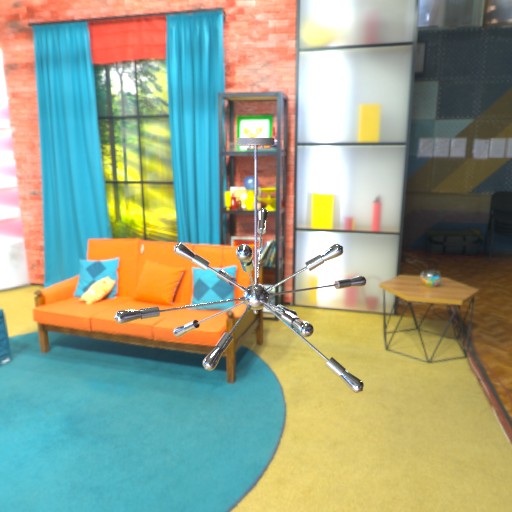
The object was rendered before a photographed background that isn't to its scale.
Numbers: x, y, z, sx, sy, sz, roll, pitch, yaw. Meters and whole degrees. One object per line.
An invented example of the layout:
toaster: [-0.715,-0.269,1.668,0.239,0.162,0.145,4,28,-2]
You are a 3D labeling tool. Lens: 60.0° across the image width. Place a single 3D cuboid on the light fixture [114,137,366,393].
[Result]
light fixture: [0.000,0.000,1.086,0.684,0.558,0.509,-6,14,-25]
